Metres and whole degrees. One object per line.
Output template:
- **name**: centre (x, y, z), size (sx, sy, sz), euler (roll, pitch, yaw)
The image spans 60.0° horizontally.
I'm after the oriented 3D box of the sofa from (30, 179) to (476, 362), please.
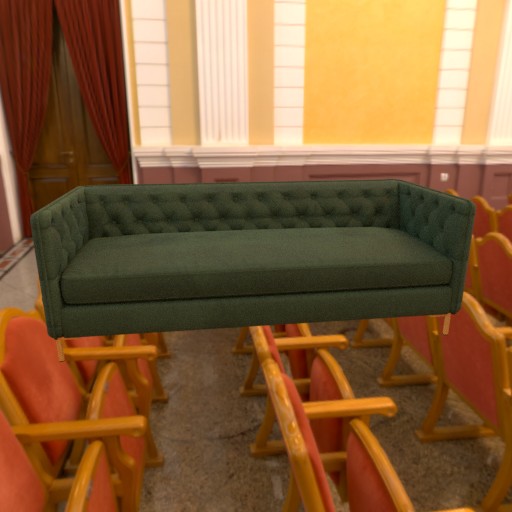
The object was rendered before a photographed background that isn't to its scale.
- **sofa**: centre (0.000, 0.000, 2.629), size (2.209, 0.771, 0.895), euler (-2, 18, -8)
